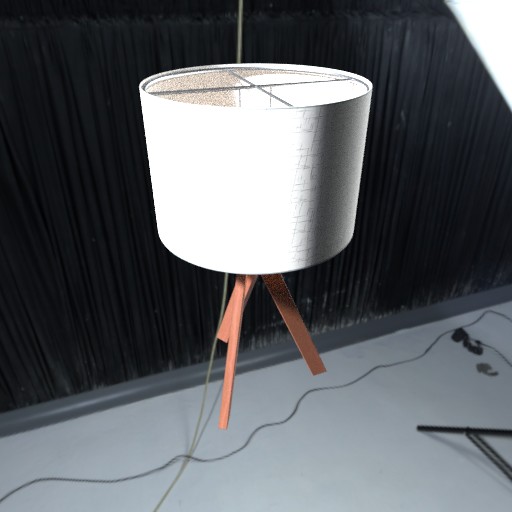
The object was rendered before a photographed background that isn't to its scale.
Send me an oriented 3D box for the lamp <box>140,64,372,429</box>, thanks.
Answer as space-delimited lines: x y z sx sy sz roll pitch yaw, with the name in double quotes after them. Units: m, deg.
0.000 0.000 0.920 0.380 0.686 0.380 -10 33 -17 "lamp"
